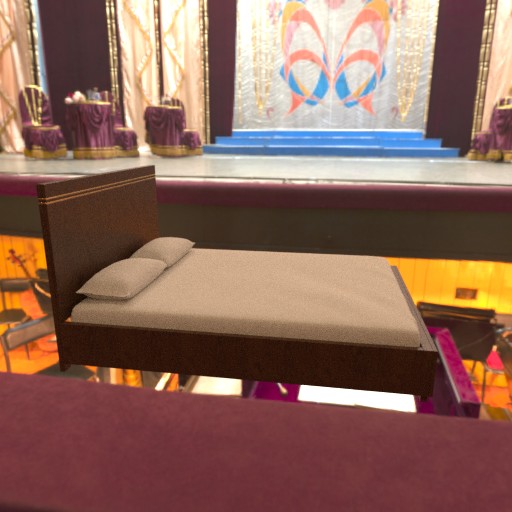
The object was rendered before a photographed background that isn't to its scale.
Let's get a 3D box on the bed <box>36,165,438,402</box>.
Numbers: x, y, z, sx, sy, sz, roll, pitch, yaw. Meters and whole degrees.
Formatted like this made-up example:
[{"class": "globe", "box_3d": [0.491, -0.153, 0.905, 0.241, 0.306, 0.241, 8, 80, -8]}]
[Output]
[{"class": "bed", "box_3d": [0.000, 0.000, 3.218, 2.221, 1.169, 1.613, 3, 16, 9]}]
